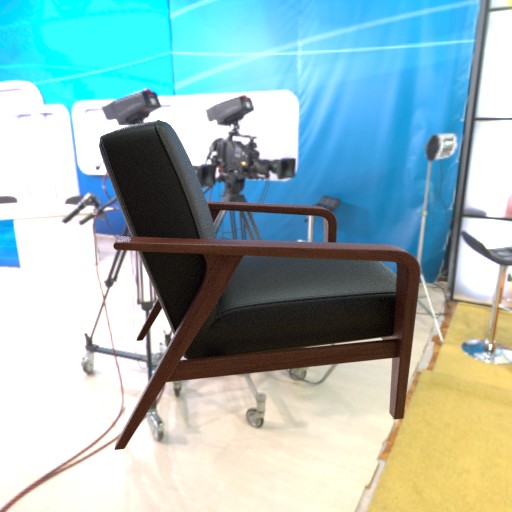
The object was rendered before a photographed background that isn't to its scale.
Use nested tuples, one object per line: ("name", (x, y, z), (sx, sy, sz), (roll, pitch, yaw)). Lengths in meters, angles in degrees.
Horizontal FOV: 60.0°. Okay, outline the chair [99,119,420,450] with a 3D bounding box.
("chair", (0.000, 0.000, 1.472), (0.889, 0.861, 0.719), (-3, 16, -9))
